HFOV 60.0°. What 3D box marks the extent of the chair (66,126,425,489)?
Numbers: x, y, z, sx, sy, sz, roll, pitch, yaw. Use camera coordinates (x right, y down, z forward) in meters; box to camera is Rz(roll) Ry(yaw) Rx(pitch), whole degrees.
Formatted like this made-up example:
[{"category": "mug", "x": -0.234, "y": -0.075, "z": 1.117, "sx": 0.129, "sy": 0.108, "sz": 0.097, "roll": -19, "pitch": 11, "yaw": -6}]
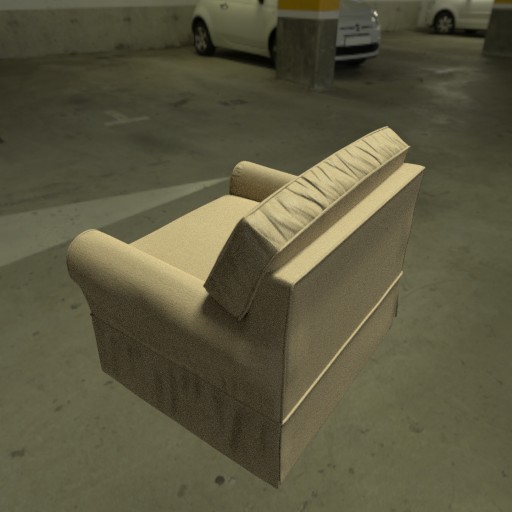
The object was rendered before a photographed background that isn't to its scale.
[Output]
[{"category": "chair", "x": 0.000, "y": 0.000, "z": 1.731, "sx": 0.903, "sy": 0.937, "sz": 1.096, "roll": 20, "pitch": 36, "yaw": 30}]
